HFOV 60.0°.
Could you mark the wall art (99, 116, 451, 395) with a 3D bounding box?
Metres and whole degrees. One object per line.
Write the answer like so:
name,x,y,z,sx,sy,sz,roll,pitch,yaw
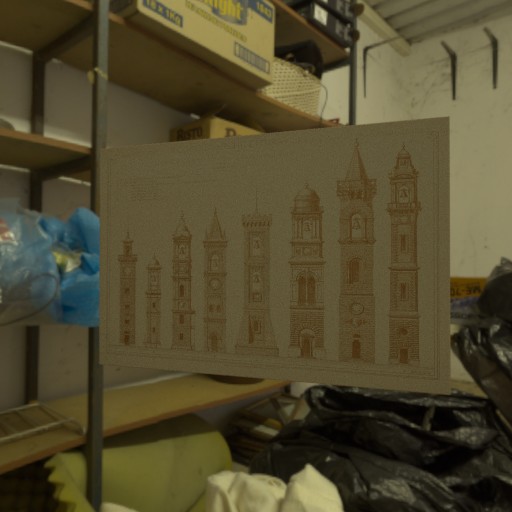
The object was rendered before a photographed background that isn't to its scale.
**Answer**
wall art,0.000,0.000,0.761,0.609,0.407,0.039,0,-1,18
